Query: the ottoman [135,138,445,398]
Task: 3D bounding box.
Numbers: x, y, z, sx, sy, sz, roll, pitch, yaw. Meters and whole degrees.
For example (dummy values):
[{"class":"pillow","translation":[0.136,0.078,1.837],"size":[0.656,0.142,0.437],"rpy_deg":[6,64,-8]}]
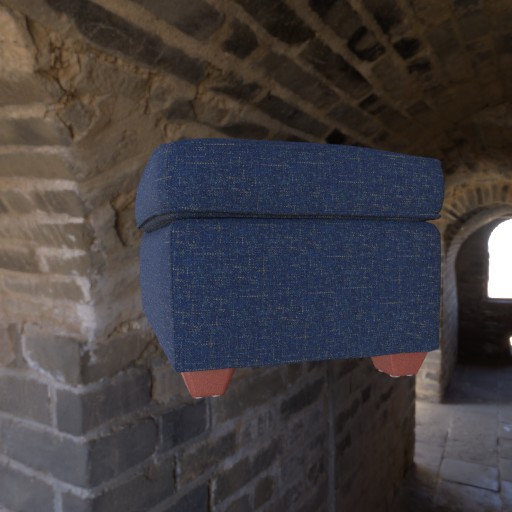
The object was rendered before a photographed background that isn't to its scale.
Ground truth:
[{"class":"ottoman","translation":[0.000,0.000,1.093],"size":[0.549,0.450,0.749],"rpy_deg":[0,1,-18]}]
